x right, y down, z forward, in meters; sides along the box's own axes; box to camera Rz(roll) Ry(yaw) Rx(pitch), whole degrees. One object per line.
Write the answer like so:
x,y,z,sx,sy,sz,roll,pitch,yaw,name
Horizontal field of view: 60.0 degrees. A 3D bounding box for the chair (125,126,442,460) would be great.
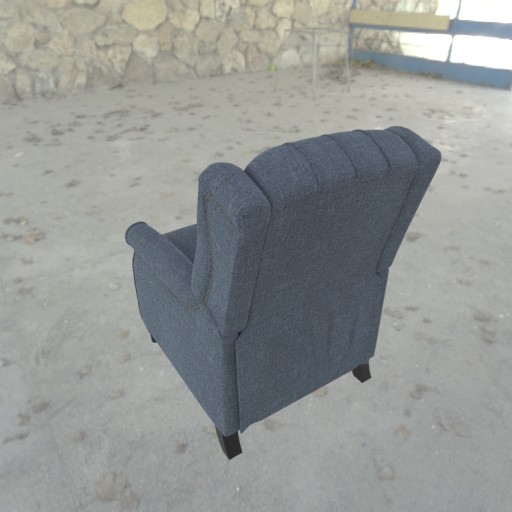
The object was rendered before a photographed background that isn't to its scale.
0.000,0.000,1.611,0.742,1.035,0.898,-19,35,-28,chair
